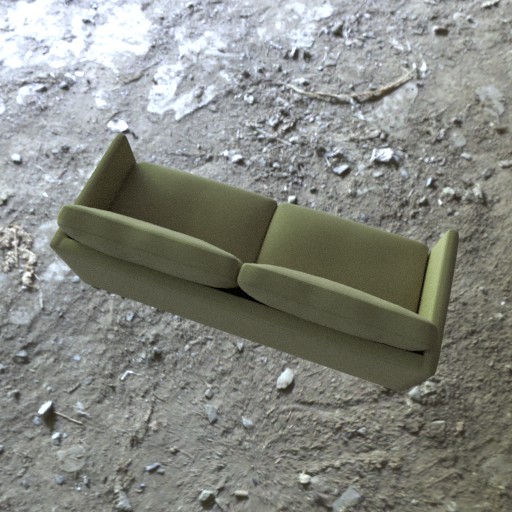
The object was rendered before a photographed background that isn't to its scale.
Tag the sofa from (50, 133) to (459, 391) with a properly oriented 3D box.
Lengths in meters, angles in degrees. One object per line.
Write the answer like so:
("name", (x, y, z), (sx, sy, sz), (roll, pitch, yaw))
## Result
("sofa", (0.000, 0.000, 2.961), (2.404, 0.912, 0.988), (18, 66, 8))
